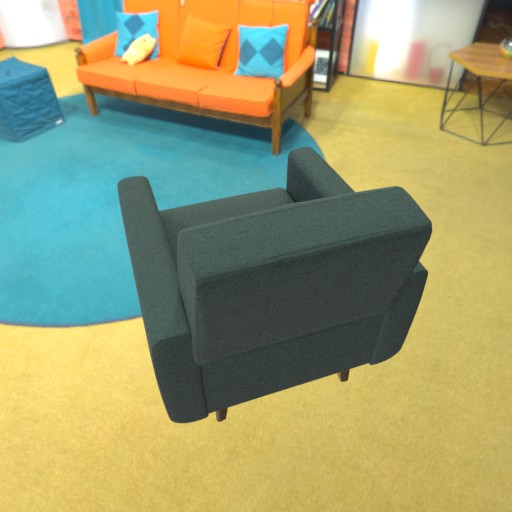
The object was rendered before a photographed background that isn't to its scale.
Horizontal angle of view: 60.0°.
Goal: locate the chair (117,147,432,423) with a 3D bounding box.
[{"bbox_3d":[0.000,0.000,1.547,0.831,0.841,0.909,-13,43,-14],"label":"chair"}]
